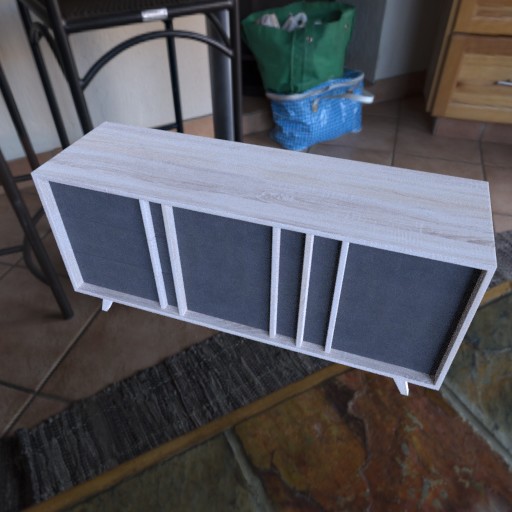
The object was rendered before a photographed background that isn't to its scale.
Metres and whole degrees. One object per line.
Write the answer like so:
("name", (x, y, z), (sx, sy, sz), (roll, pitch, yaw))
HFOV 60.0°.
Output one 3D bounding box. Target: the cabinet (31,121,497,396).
("cabinet", (0.000, 0.000, 1.921), (1.650, 0.780, 0.500), (13, 42, 14))
